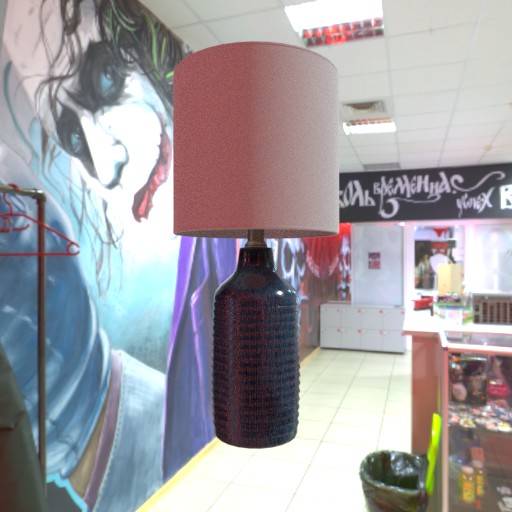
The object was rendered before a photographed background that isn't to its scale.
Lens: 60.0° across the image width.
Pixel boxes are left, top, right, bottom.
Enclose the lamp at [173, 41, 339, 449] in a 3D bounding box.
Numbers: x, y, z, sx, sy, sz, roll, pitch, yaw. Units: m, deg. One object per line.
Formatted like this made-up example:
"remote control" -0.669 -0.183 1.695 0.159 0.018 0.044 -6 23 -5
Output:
"lamp" 0.000 0.000 0.599 0.220 0.475 0.220 0 -1 -38
